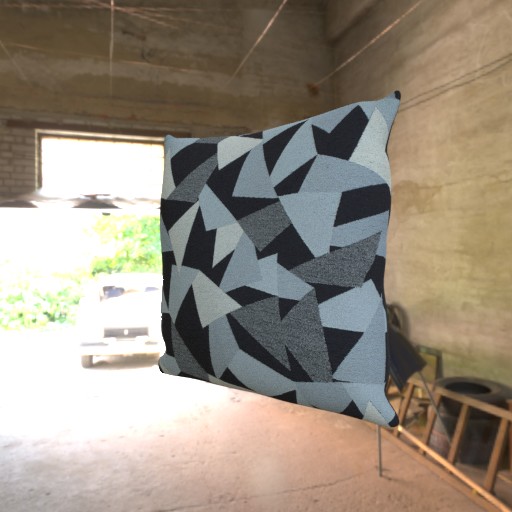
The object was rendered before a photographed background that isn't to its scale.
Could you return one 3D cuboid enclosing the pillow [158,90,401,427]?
[{"bbox_3d":[0.000,0.000,0.779,0.503,0.496,0.208,1,1,36],"label":"pillow"}]
